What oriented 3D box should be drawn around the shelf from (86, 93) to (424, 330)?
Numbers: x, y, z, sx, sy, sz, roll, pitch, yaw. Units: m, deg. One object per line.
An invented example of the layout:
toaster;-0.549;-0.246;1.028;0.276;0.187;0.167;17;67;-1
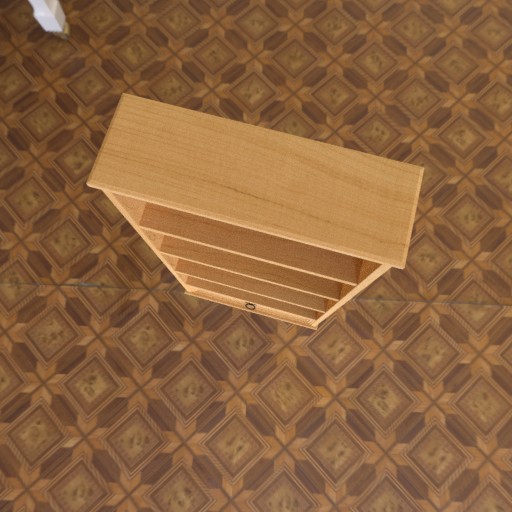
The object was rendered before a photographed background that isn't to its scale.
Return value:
shelf;0.000;0.000;1.212;0.520;1.030;0.175;15;76;4
